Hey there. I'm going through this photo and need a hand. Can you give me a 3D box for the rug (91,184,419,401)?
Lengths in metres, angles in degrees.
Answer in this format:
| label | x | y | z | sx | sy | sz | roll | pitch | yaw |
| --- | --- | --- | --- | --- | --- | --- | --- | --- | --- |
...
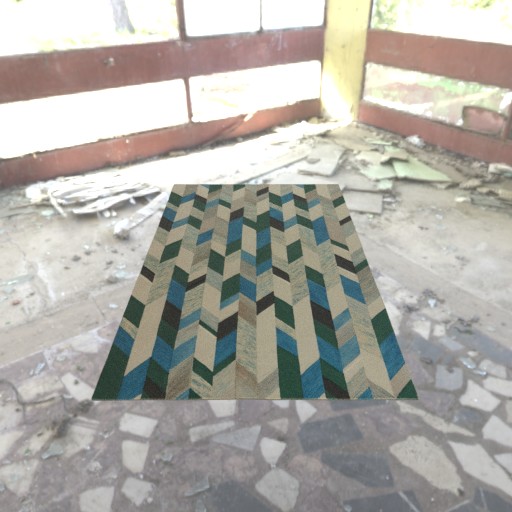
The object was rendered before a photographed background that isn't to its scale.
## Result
| label | x | y | z | sx | sy | sz | roll | pitch | yaw |
| --- | --- | --- | --- | --- | --- | --- | --- | --- | --- |
| rug | 0.000 | 0.000 | 3.032 | 1.507 | 0.007 | 2.433 | 0 | 33 | 0 |
